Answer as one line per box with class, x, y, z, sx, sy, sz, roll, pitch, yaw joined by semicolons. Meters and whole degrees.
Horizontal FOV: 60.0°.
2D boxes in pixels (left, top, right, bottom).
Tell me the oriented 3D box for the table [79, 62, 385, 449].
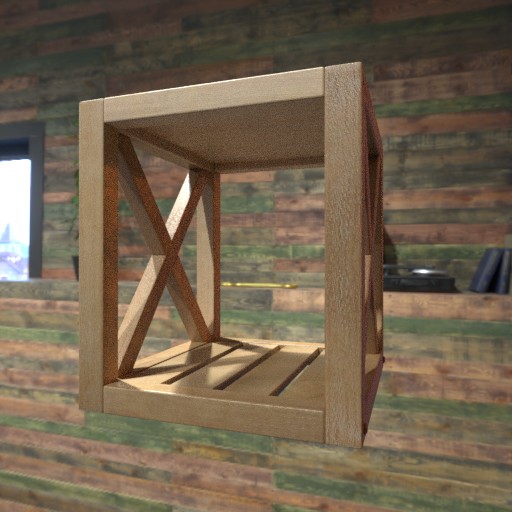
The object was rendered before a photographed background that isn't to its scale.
table;0.000;0.000;1.046;0.558;0.610;0.559;0;0;19
